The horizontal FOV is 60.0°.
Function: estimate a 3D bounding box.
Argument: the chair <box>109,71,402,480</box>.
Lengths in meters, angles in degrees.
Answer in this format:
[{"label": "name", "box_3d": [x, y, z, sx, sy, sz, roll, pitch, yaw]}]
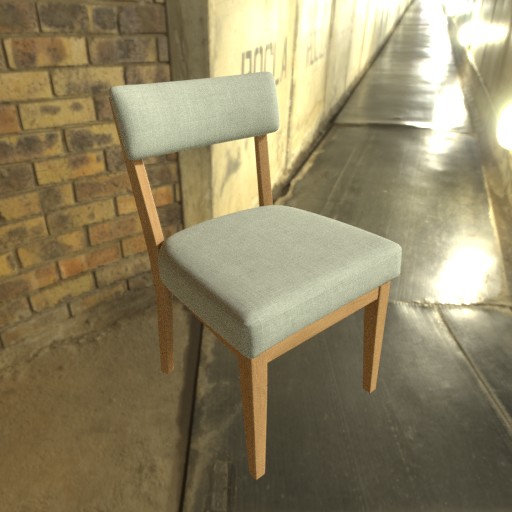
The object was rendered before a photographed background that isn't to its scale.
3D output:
[{"label": "chair", "box_3d": [0.000, 0.000, 1.163, 0.508, 0.832, 0.572, -22, 35, -34]}]
